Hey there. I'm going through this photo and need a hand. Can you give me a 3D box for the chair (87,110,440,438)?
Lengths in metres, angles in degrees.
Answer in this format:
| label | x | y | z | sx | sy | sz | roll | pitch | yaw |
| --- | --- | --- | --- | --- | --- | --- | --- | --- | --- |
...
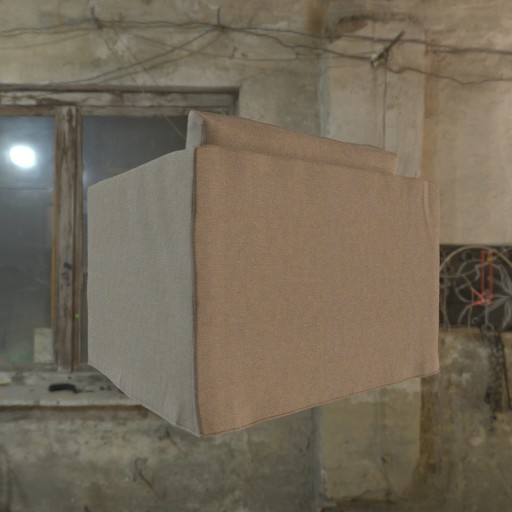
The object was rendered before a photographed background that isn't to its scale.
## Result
| label | x | y | z | sx | sy | sz | roll | pitch | yaw |
| --- | --- | --- | --- | --- | --- | --- | --- | --- | --- |
| chair | 0.000 | 0.000 | 1.712 | 1.057 | 0.863 | 0.949 | -1 | 1 | -36 |
